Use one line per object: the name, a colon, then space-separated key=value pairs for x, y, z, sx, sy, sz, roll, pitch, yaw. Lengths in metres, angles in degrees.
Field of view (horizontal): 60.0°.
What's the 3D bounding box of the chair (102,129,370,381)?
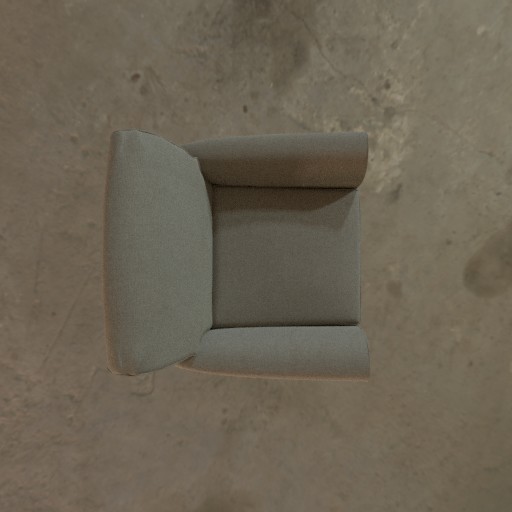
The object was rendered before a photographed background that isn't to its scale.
chair: x=0.000 y=0.000 z=1.798 sx=0.905 sy=1.061 sz=0.978 roll=0 pitch=88 yaw=0
